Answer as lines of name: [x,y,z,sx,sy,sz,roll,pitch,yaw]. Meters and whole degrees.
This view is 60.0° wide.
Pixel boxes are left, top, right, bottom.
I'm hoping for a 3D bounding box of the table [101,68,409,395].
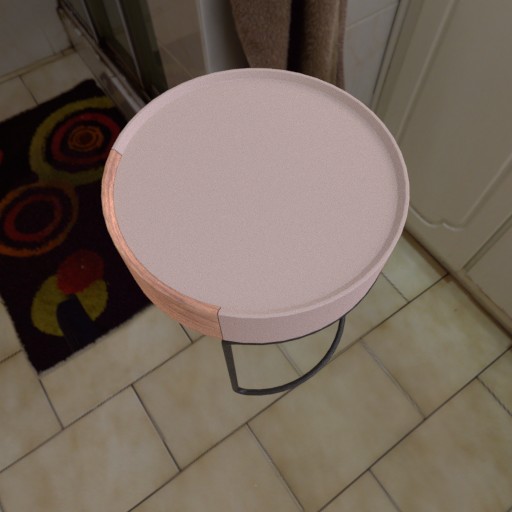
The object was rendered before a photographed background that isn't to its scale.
table: [0.000,0.000,0.886,0.450,0.530,0.450,0,63,0]
